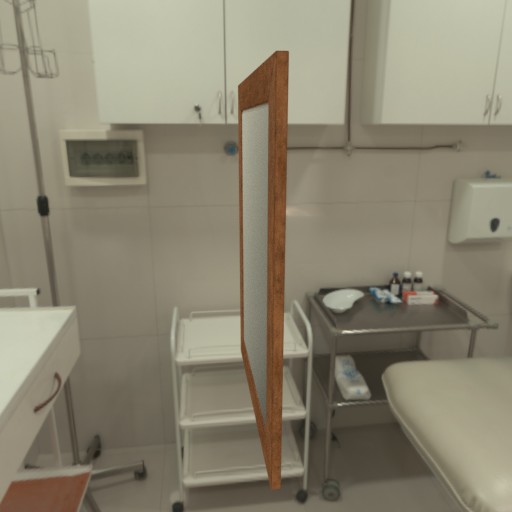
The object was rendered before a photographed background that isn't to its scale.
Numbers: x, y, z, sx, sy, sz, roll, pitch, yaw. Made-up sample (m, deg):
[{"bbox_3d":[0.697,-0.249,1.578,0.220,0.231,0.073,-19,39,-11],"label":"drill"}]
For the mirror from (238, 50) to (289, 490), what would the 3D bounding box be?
[{"bbox_3d":[0.000,0.000,1.432,0.028,1.099,0.796,-2,16,-8],"label":"mirror"}]
